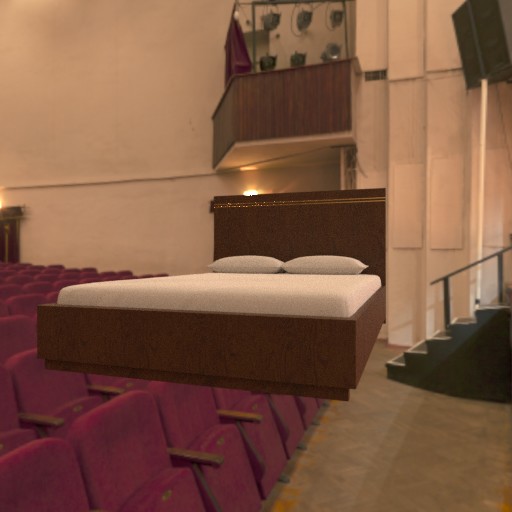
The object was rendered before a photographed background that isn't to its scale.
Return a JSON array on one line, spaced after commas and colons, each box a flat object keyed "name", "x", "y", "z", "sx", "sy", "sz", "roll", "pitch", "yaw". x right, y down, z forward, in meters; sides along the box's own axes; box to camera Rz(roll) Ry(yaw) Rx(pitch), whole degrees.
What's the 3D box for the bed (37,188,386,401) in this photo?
[{"name": "bed", "x": 0.000, "y": 0.000, "z": 3.065, "sx": 1.613, "sy": 1.169, "sz": 2.221, "roll": 0, "pitch": 0, "yaw": 19}]
